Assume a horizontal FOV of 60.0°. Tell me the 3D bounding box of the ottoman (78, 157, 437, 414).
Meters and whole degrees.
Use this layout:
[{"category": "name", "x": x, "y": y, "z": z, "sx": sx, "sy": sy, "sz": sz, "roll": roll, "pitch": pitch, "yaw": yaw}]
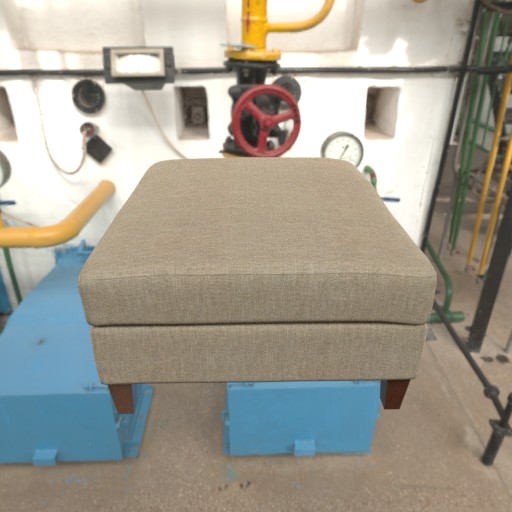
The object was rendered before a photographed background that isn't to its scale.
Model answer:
[{"category": "ottoman", "x": 0.000, "y": 0.000, "z": 1.491, "sx": 0.836, "sy": 0.492, "sz": 0.976, "roll": -1, "pitch": 27, "yaw": -1}]
